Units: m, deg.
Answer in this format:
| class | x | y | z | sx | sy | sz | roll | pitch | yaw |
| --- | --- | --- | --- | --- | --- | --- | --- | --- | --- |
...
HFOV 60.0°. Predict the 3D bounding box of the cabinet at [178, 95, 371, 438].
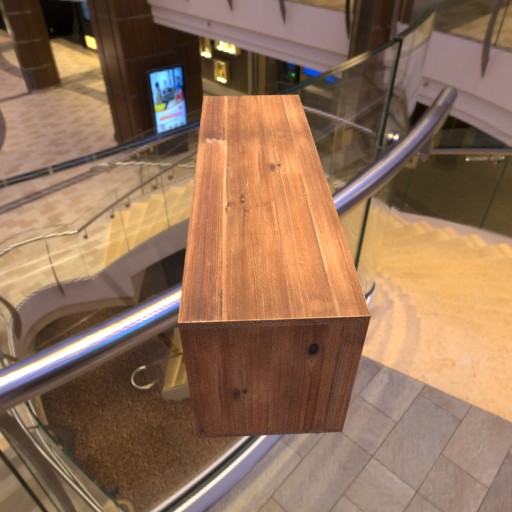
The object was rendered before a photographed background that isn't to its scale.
| class | x | y | z | sx | sy | sz | roll | pitch | yaw |
| --- | --- | --- | --- | --- | --- | --- | --- | --- | --- |
| cabinet | 0.000 | 0.000 | 1.817 | 0.472 | 0.800 | 1.400 | -2 | 40 | -2 |
